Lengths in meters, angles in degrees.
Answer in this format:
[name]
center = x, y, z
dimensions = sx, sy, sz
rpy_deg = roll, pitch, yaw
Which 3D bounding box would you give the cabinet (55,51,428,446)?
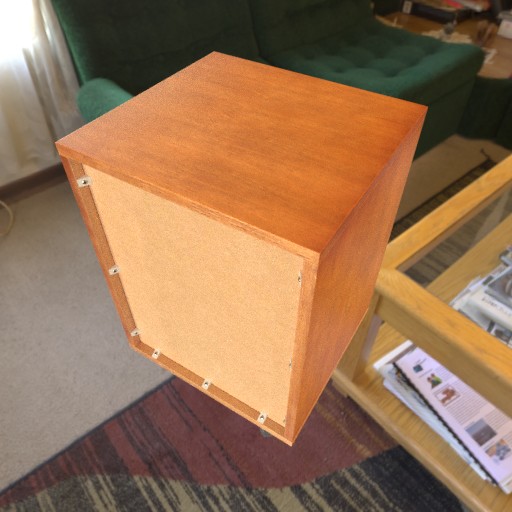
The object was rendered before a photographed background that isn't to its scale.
[cabinet]
center = 0.000, 0.000, 0.866
dimensions = 0.409, 0.579, 0.401
rpy_deg = 24, 51, 22
